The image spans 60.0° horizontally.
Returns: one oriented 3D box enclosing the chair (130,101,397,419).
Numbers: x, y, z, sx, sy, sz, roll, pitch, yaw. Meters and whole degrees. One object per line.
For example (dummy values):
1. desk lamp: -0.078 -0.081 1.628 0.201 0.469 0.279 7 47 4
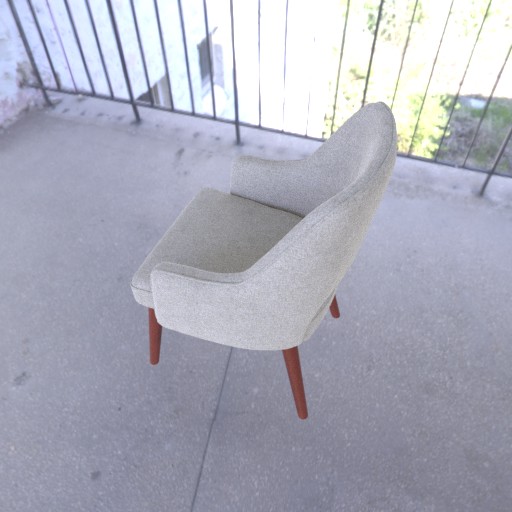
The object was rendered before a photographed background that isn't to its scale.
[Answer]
1. chair: 0.000 0.000 1.253 0.605 0.849 0.548 16 49 15
